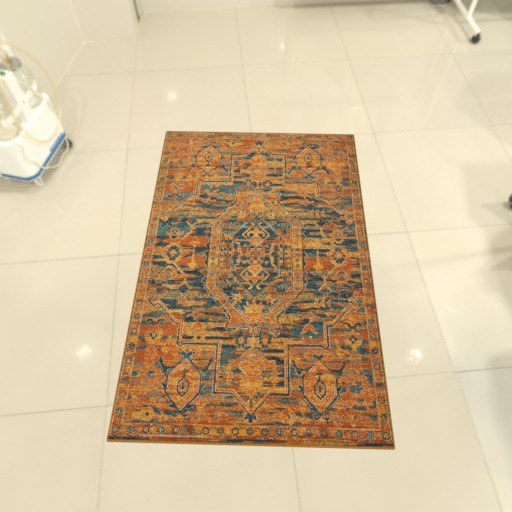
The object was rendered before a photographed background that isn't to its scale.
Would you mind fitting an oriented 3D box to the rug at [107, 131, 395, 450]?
[{"bbox_3d":[0.000,0.000,1.083,0.557,0.008,0.863,1,58,1],"label":"rug"}]
